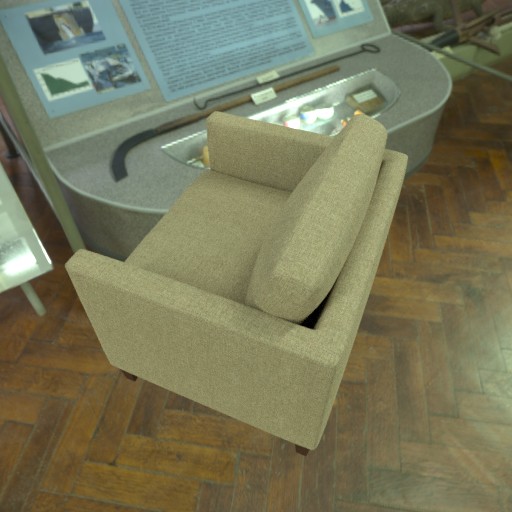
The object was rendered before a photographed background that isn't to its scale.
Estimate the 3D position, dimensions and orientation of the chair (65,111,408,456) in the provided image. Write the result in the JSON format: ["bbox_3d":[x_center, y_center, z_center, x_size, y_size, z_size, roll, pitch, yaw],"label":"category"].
[{"bbox_3d":[0.000,0.000,1.850,0.959,0.987,1.107,17,49,16],"label":"chair"}]
